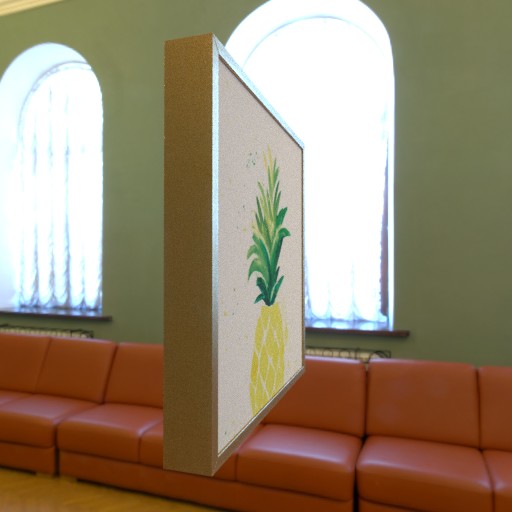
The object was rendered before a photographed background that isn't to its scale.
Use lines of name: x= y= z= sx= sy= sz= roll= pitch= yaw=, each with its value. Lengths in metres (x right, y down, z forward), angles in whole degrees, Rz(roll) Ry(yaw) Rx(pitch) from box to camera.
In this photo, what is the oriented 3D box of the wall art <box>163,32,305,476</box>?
wall art: x=0.000 y=0.000 z=0.455 sx=0.038 sy=0.305 sz=0.306 roll=0 pitch=-1 yaw=18
